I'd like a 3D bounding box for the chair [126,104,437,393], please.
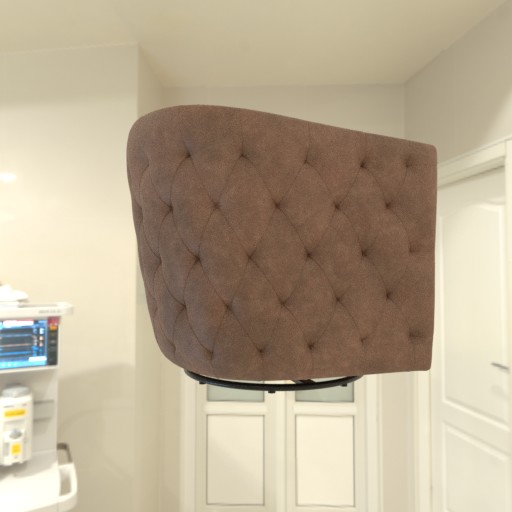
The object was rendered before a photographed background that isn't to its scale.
[{"bbox_3d":[0.000,0.000,1.539,0.870,0.790,0.850,1,-2,-19],"label":"chair"}]
